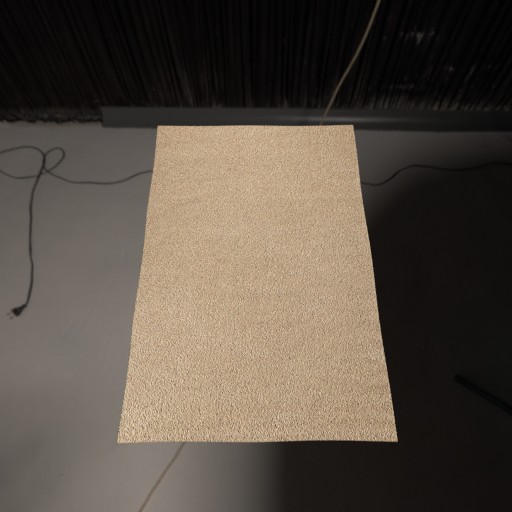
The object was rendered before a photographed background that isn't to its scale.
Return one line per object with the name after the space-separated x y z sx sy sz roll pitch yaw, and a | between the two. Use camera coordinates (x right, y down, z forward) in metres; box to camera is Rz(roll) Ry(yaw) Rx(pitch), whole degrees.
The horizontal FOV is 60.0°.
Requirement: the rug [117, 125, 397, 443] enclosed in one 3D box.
0.000 0.000 3.468 1.800 0.025 2.699 0 63 0 | rug
